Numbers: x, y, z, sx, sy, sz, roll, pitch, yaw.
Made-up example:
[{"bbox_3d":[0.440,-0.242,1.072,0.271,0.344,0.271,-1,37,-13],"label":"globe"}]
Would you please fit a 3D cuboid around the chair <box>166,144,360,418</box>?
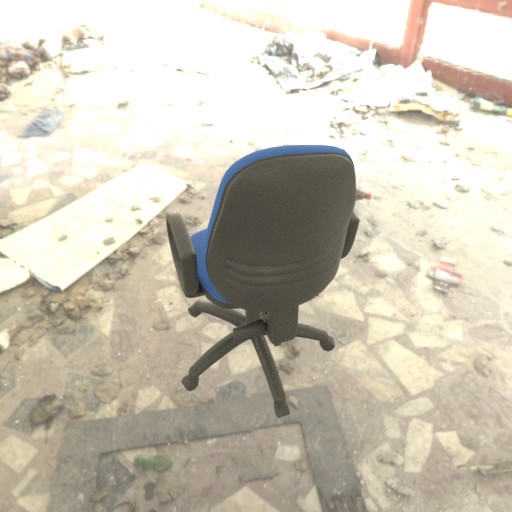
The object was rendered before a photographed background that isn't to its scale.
[{"bbox_3d":[0.000,0.000,1.279,0.552,0.905,0.549,-12,42,-14],"label":"chair"}]
